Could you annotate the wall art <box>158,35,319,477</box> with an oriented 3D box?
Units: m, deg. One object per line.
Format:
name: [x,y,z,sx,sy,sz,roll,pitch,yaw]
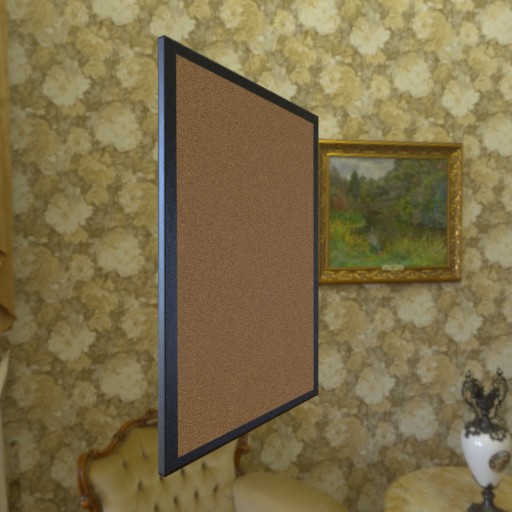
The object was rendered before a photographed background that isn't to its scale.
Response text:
wall art: [0.000,0.000,0.857,0.016,0.657,0.480,0,0,36]
